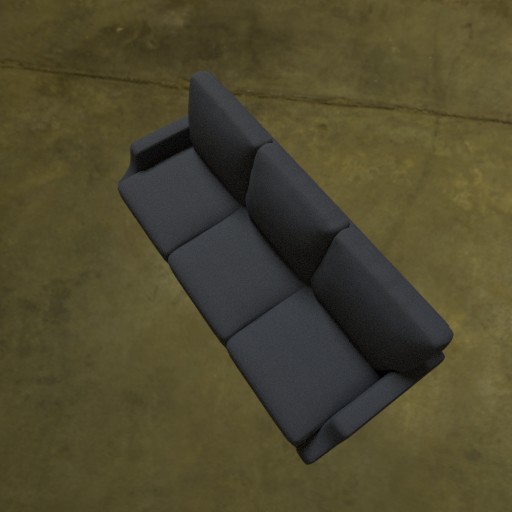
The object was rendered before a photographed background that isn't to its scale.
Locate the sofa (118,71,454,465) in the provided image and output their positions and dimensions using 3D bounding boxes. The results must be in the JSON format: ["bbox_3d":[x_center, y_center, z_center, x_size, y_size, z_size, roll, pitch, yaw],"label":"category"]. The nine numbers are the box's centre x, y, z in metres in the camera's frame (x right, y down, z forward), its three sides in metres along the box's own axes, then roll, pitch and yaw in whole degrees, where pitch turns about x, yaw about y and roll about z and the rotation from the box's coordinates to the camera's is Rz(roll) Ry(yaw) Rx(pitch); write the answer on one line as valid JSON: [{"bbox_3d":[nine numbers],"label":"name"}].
[{"bbox_3d":[0.000,0.000,2.581,0.888,0.984,2.115,-32,67,-15],"label":"sofa"}]
